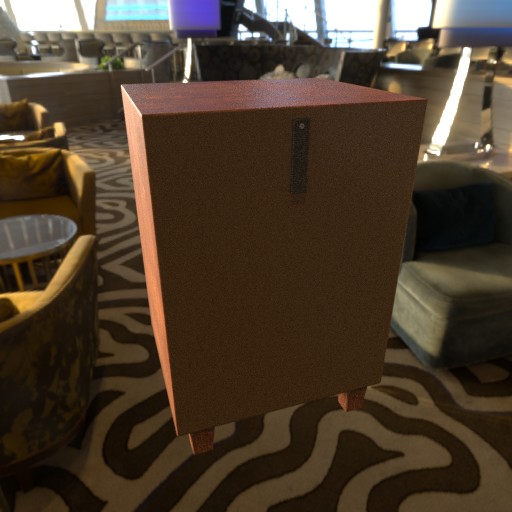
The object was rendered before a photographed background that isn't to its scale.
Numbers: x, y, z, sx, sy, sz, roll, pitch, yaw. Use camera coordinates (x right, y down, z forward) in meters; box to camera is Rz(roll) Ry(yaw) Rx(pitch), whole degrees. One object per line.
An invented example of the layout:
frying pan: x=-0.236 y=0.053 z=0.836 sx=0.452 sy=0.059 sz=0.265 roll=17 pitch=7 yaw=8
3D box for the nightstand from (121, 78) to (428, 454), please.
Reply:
nightstand: x=0.000 y=0.000 z=0.990 sx=0.465 sy=0.695 sz=0.410 roll=-9 pitch=28 yaw=-17
